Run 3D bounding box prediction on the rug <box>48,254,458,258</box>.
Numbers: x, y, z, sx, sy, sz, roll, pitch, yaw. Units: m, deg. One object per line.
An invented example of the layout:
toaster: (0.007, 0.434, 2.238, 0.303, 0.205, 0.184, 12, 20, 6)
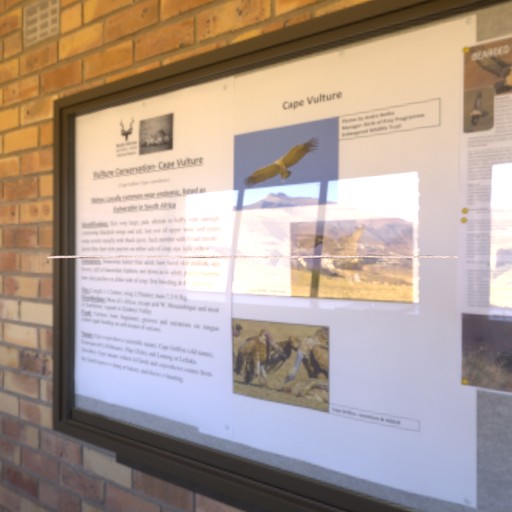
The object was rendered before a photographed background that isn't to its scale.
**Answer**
rug: (0.000, 0.000, 3.312, 1.964, 0.025, 2.455, 0, 0, 1)
